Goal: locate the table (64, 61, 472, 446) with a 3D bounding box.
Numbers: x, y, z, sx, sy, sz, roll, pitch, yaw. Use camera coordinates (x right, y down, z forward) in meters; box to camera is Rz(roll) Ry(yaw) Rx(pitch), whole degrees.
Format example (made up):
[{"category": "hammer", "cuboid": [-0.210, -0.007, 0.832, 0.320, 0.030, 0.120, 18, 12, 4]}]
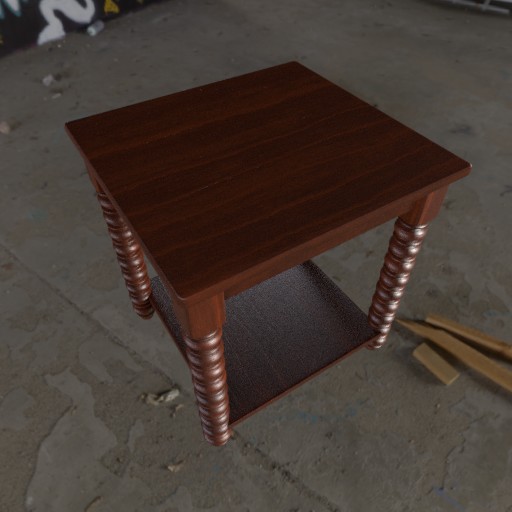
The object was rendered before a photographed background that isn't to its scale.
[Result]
[{"category": "table", "cuboid": [0.000, 0.000, 0.975, 0.533, 0.567, 0.500, -24, 51, -22]}]
